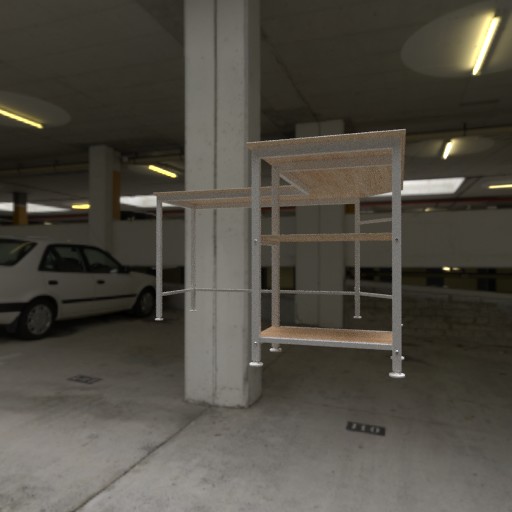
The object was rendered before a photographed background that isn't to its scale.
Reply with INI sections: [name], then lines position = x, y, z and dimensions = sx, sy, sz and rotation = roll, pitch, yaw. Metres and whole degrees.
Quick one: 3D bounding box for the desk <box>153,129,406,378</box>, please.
[desk]
position = 0.000, 0.000, 2.179
dimensions = 1.379, 0.739, 1.379
rotation = 0, 0, 18
